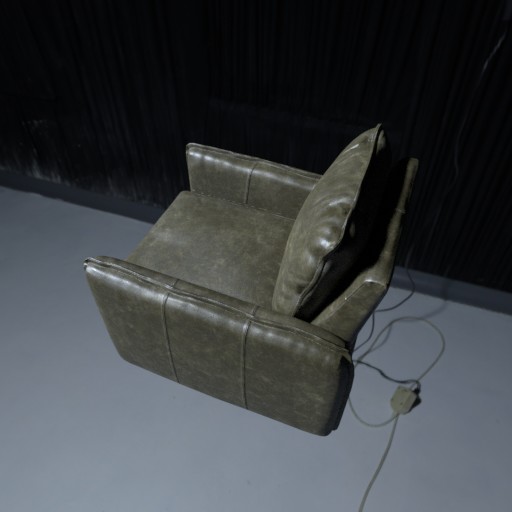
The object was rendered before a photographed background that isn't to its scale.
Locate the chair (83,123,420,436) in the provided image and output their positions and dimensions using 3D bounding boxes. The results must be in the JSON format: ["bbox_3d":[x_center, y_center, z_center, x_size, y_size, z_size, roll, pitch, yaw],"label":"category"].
[{"bbox_3d":[0.000,0.000,1.615,0.921,0.921,0.830,16,49,15],"label":"chair"}]
